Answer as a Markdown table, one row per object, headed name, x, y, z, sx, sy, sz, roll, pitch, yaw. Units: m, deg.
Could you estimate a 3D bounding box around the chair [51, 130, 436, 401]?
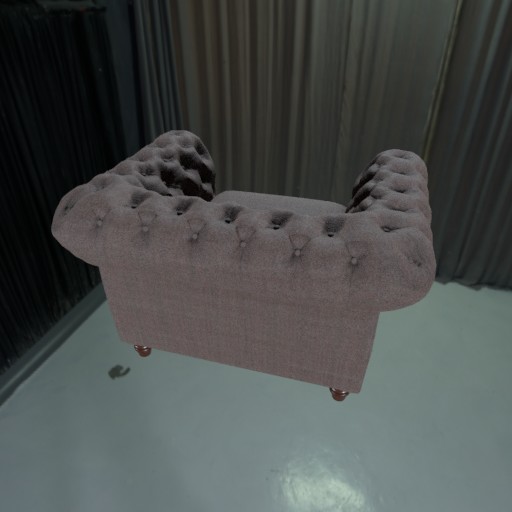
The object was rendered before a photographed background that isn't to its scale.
| name | x | y | z | sx | sy | sz | roll | pitch | yaw |
| --- | --- | --- | --- | --- | --- | --- | --- | --- | --- |
| chair | 0.000 | 0.000 | 1.855 | 1.298 | 0.780 | 0.945 | 9 | 33 | 14 |
